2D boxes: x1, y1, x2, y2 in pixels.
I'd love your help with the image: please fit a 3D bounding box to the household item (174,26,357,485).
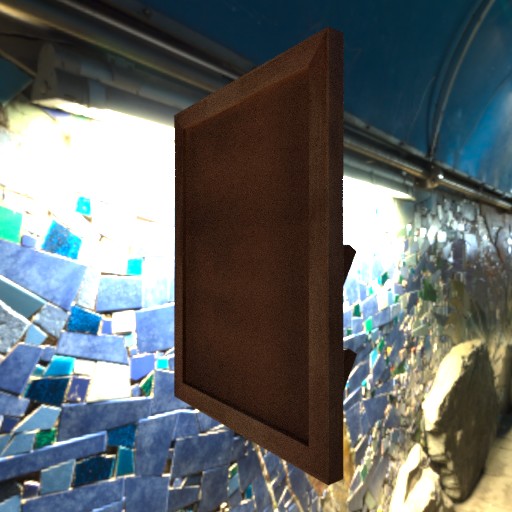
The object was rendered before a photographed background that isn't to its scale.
[{"bbox_3d":[0.000,0.000,0.536,0.067,0.407,0.310,0,0,-36],"label":"household item"}]
